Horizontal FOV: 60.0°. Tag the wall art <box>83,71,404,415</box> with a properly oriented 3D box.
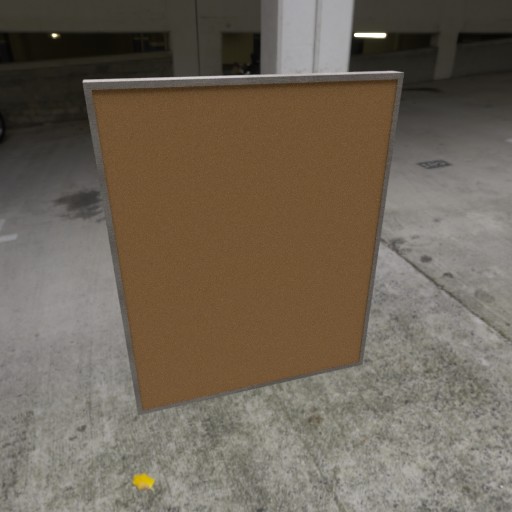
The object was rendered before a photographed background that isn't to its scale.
[{"bbox_3d":[0.000,0.000,0.690,0.421,0.521,0.032,-8,28,-16],"label":"wall art"}]
